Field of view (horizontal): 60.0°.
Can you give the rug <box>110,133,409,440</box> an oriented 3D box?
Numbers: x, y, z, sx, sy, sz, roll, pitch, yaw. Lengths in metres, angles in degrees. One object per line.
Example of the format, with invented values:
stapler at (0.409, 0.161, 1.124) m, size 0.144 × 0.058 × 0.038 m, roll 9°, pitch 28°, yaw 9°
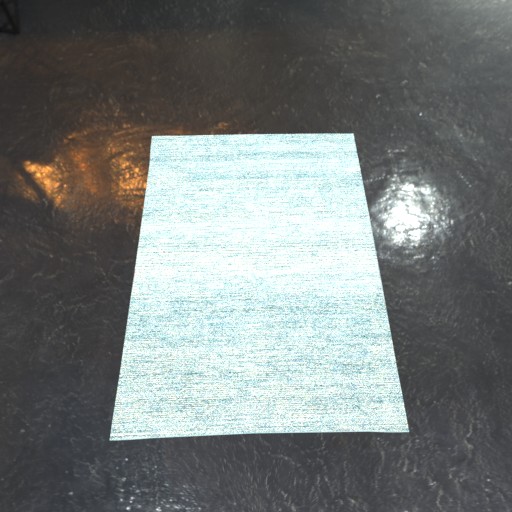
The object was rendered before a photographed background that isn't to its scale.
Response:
rug at (0.000, 0.000, 2.949) m, size 1.611 × 0.026 × 2.260 m, roll -1°, pitch 59°, yaw -1°
